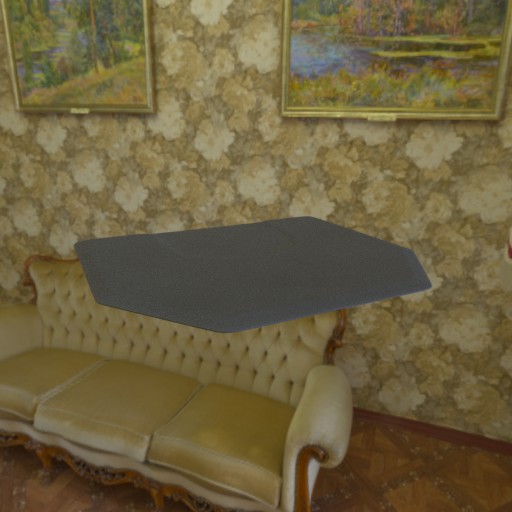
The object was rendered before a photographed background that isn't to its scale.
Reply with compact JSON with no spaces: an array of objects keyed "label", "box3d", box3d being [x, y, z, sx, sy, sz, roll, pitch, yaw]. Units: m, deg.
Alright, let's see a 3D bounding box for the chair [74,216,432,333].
[{"label":"chair","box3d":[0.000,0.000,1.908,1.372,0.024,1.219,-8,19,-25]}]
